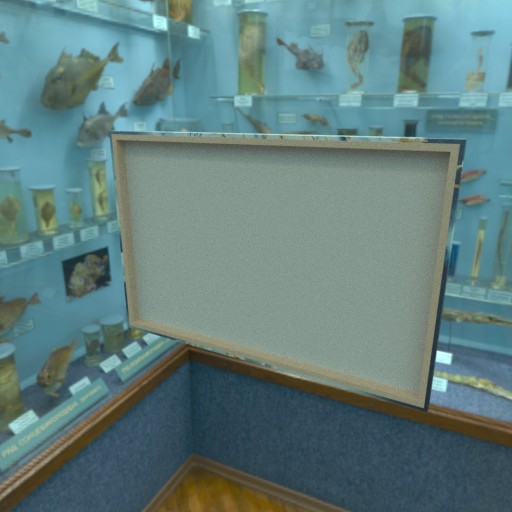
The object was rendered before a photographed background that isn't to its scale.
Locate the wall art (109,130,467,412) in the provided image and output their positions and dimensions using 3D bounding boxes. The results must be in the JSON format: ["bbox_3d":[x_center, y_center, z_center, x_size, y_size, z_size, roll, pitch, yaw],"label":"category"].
[{"bbox_3d":[0.000,0.000,1.146,0.912,0.608,0.038,9,20,26],"label":"wall art"}]
